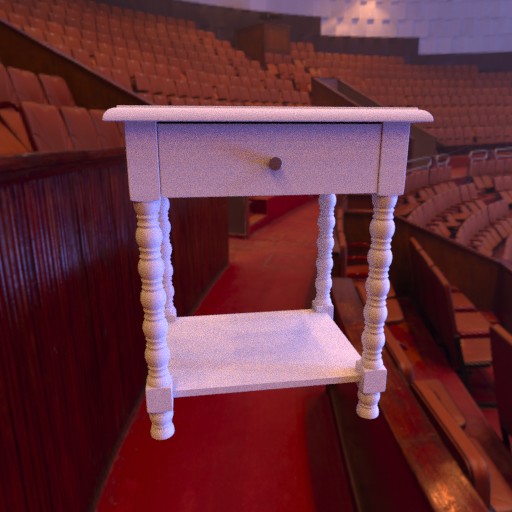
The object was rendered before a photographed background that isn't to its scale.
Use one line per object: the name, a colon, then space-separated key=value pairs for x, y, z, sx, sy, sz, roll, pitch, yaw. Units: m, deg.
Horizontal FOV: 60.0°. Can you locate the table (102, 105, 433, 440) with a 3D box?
table: x=0.000 y=0.000 z=0.855 sx=0.460 sy=0.531 sz=0.381 roll=-2 pitch=16 yaw=-8
